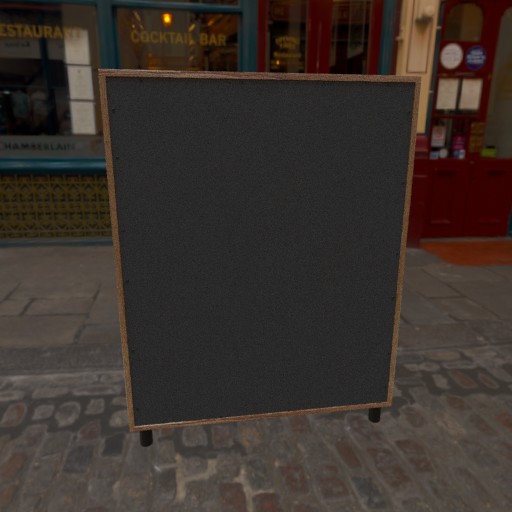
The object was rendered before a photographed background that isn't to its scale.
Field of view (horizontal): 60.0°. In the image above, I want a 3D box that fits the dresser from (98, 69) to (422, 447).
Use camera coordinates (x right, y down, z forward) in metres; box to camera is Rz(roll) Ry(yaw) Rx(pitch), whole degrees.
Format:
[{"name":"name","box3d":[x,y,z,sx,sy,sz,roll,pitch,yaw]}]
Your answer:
[{"name":"dresser","box3d":[0.000,0.000,1.693,0.966,1.243,0.480,-2,15,-9]}]
